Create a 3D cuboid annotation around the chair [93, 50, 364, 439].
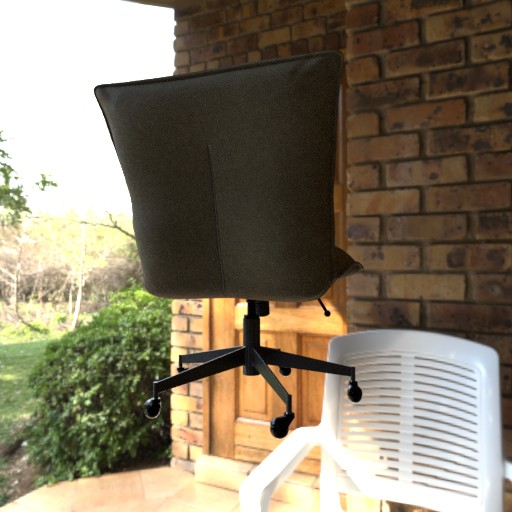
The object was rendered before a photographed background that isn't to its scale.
[{"bbox_3d":[0.000,0.000,1.267,0.597,0.811,0.696,0,-1,20],"label":"chair"}]
